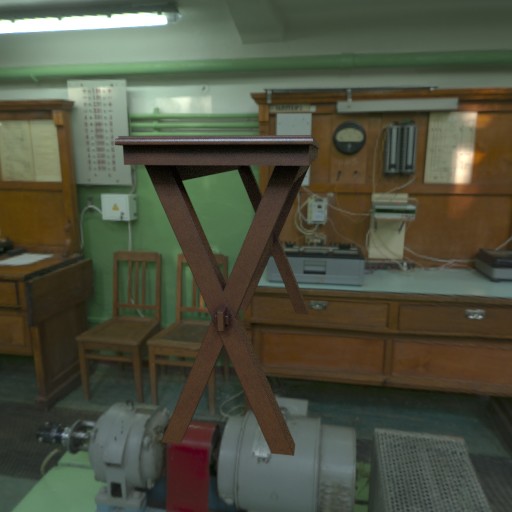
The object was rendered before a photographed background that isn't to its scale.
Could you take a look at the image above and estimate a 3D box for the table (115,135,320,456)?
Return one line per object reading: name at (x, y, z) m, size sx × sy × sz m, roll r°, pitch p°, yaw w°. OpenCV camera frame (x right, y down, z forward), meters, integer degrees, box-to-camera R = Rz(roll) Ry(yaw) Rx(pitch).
table at (0.000, 0.000, 1.531) m, size 0.399 × 0.763 × 1.197 m, roll 2°, pitch 13°, yaw 8°
